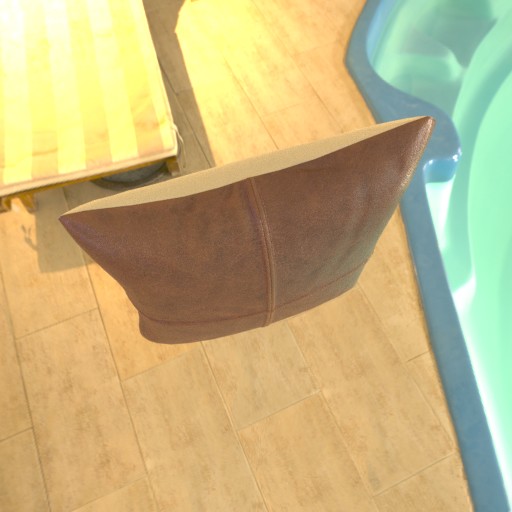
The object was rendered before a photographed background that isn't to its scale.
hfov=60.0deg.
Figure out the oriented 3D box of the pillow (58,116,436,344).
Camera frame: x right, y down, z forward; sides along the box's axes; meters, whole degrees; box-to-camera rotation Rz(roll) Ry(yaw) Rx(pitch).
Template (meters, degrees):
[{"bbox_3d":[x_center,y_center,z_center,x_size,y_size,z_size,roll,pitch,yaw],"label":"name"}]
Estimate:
[{"bbox_3d":[0.000,0.000,0.725,0.484,0.470,0.192,-16,65,-8],"label":"pillow"}]
